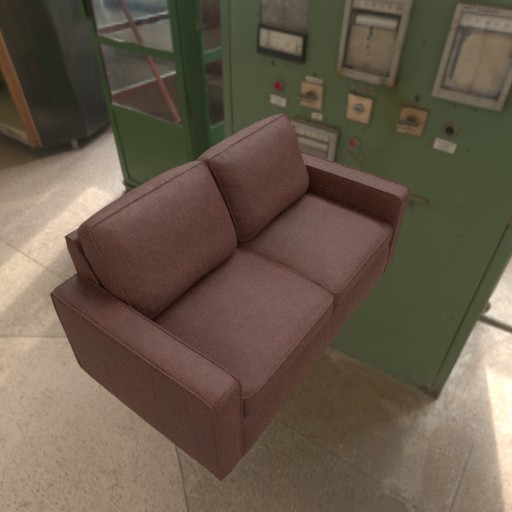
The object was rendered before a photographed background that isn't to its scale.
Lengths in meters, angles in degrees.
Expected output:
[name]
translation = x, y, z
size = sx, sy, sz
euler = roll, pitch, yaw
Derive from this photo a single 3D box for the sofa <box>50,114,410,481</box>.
[sofa]
translation = 0.000, 0.000, 2.251
size = 0.947, 0.918, 1.709
euler = 26, 47, 27
